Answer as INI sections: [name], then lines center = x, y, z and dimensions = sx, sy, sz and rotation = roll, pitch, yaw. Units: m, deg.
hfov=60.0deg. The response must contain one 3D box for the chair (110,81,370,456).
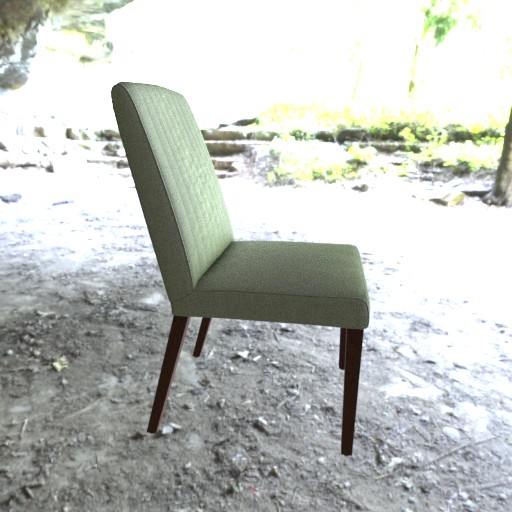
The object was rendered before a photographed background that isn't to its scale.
[chair]
center = 0.000, 0.000, 1.233
dimensions = 0.594, 0.900, 0.480
rotation = 3, 17, 9
